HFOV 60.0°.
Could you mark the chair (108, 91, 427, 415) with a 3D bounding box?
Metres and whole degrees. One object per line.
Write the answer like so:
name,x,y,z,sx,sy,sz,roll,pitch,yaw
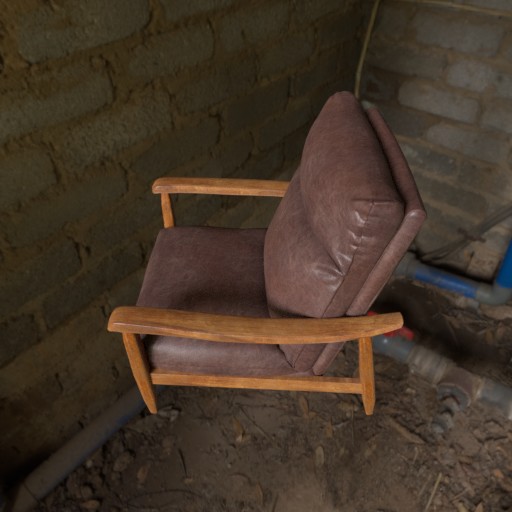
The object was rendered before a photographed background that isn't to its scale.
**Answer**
chair,0.000,0.000,1.500,0.830,0.897,0.782,0,42,0
